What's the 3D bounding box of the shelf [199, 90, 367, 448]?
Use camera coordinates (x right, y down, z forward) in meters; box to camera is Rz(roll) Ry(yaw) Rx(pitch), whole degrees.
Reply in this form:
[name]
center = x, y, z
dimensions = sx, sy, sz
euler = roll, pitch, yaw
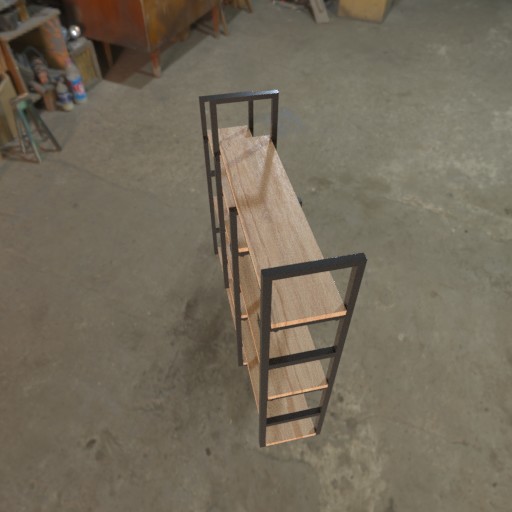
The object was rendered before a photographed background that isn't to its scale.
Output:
[shelf]
center = 0.000, 0.000, 1.389
dimensions = 0.183, 0.921, 0.946
euler = -9, 48, -8
